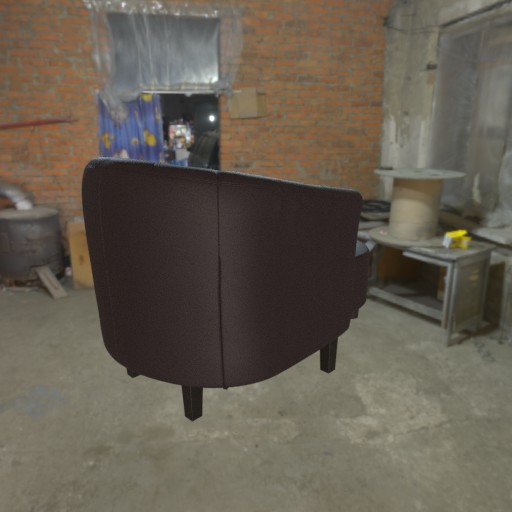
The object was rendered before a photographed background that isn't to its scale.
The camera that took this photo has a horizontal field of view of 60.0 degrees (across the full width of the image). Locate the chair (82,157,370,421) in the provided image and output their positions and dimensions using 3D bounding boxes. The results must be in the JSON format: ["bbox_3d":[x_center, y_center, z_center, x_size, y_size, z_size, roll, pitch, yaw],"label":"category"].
[{"bbox_3d":[0.000,0.000,1.654,0.763,0.760,1.191,15,21,42],"label":"chair"}]
